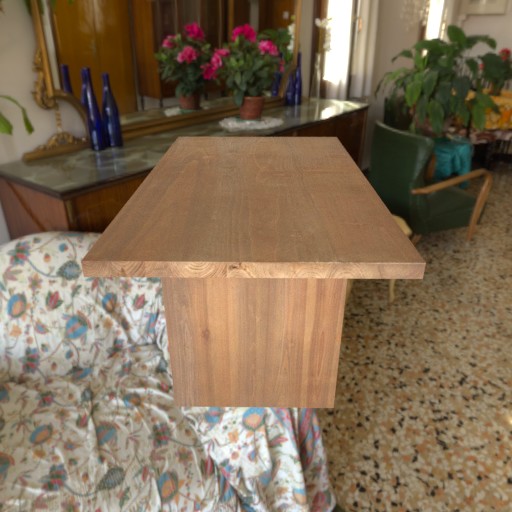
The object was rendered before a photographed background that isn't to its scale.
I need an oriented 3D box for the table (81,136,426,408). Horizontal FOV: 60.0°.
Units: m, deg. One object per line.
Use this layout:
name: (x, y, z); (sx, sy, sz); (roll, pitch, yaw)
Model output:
table: (0.000, 0.000, 2.106); (0.946, 0.780, 1.609); (0, 27, 1)
